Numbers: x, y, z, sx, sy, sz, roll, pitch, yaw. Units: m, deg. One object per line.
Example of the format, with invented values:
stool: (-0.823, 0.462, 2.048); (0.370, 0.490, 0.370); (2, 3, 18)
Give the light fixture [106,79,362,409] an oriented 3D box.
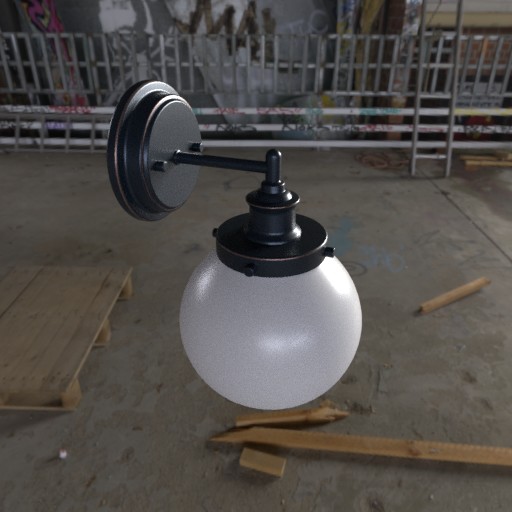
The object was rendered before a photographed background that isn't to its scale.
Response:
light fixture: (0.000, 0.000, 0.460); (0.230, 0.332, 0.197); (10, 30, 19)
